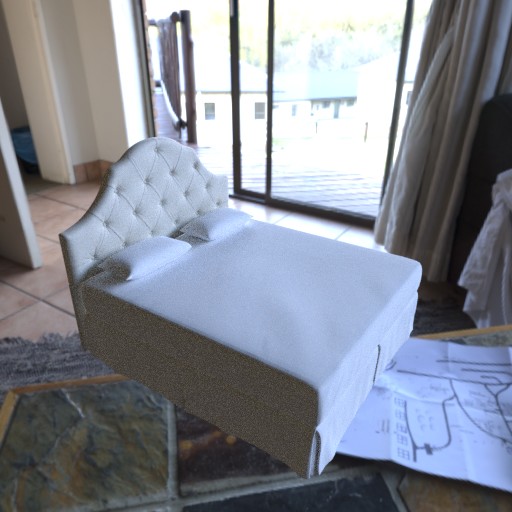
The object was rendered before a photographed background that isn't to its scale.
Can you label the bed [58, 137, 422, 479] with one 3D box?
[{"bbox_3d":[0.000,0.000,3.544,2.214,1.615,2.008,17,31,31],"label":"bed"}]
